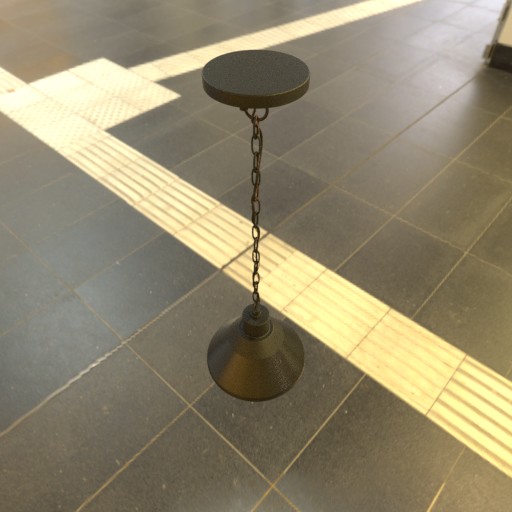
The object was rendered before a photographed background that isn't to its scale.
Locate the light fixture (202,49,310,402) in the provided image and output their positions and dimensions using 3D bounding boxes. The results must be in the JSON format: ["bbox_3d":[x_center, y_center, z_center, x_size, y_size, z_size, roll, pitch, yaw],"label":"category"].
[{"bbox_3d":[0.000,0.000,0.701,0.201,0.588,0.201,17,48,16],"label":"light fixture"}]
